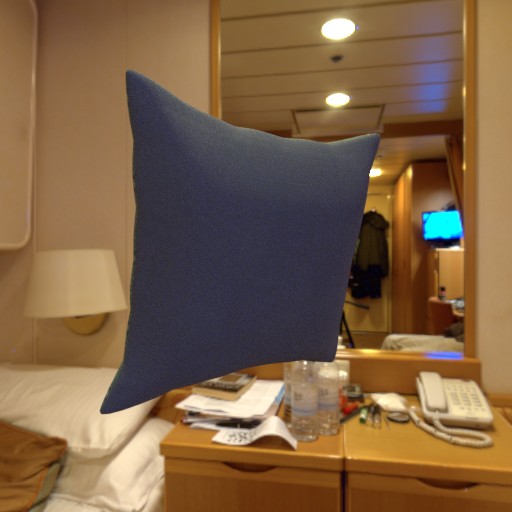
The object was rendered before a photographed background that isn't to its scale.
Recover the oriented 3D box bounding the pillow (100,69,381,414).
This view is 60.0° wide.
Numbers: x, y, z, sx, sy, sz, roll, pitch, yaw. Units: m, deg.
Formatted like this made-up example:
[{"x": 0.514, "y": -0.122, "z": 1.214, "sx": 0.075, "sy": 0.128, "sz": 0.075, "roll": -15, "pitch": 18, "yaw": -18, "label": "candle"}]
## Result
[{"x": 0.000, "y": 0.000, "z": 0.688, "sx": 0.453, "sy": 0.430, "sz": 0.200, "roll": 0, "pitch": 0, "yaw": -36, "label": "pillow"}]
